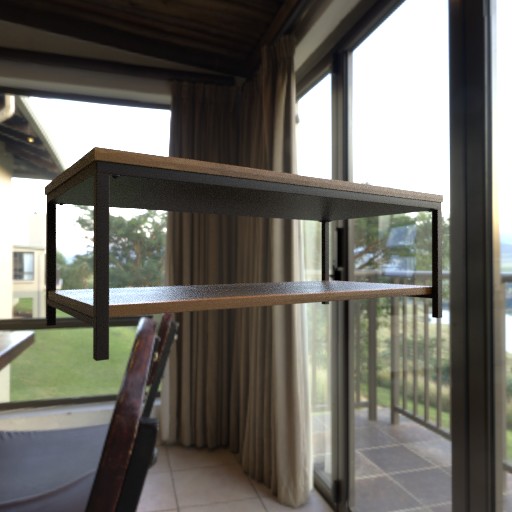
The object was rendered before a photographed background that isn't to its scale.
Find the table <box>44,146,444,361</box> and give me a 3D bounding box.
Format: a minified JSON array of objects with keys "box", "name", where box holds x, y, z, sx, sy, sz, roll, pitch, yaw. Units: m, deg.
[{"box":[0.000,0.000,1.357,1.100,0.399,0.551,0,-1,-34],"name":"table"}]
